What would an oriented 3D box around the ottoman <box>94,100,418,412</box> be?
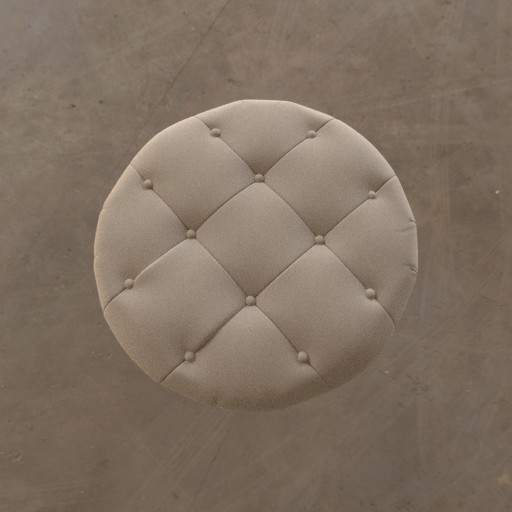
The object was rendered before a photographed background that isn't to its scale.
[{"bbox_3d":[0.000,0.000,1.370,0.901,0.439,0.901,0,75,0],"label":"ottoman"}]
